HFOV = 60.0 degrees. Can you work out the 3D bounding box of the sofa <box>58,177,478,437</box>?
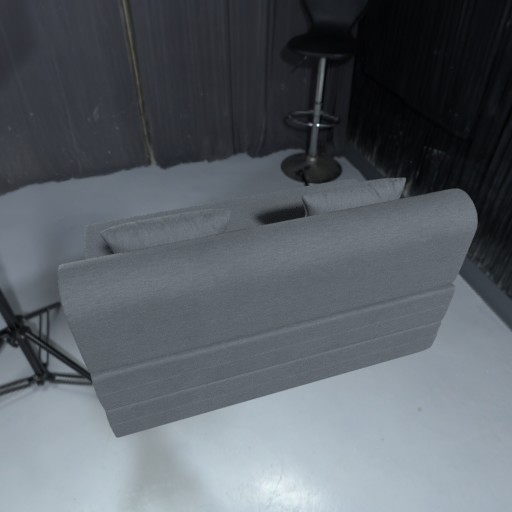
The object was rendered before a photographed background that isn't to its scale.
[{"bbox_3d":[0.000,0.000,1.667,1.225,0.670,0.762,-12,43,-13],"label":"sofa"}]
